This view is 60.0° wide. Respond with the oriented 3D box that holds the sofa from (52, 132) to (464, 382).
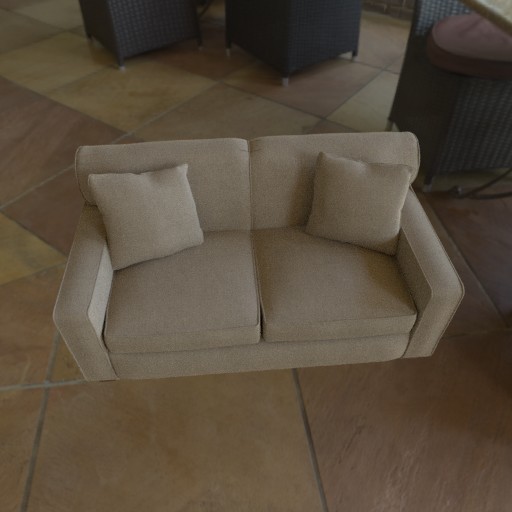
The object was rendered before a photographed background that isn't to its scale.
[{"bbox_3d":[0.000,0.000,2.376,1.846,0.958,0.998,-3,46,-3],"label":"sofa"}]
